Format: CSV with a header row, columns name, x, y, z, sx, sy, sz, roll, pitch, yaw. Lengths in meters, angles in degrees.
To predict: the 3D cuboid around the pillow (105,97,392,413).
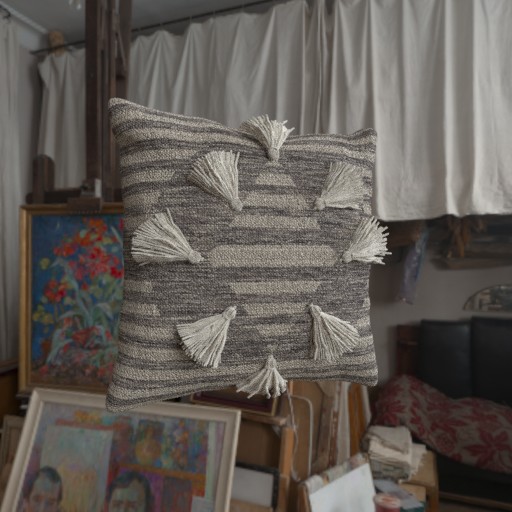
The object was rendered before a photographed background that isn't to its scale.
name,x,y,z,sx,sy,sz,roll,pitch,yaw
pillow,0.000,0.000,0.753,0.484,0.490,0.234,0,0,-19
